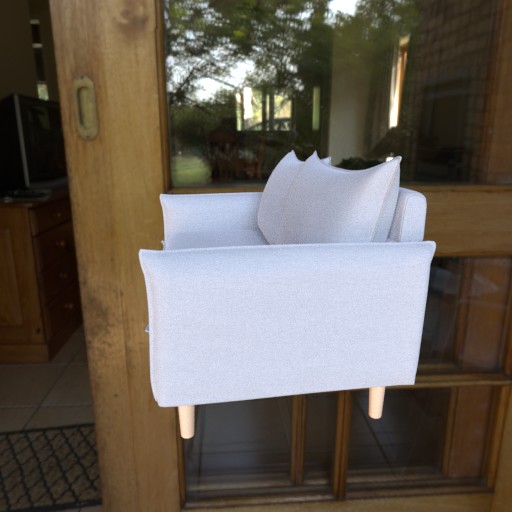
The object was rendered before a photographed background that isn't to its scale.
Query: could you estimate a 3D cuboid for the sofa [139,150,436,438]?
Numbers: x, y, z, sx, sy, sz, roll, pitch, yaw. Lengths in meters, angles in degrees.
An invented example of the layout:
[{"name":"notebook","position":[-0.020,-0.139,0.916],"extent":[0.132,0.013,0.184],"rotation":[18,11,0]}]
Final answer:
[{"name":"sofa","position":[0.000,0.000,1.817],"extent":[0.820,0.840,1.300],"rotation":[-2,15,-9]}]
